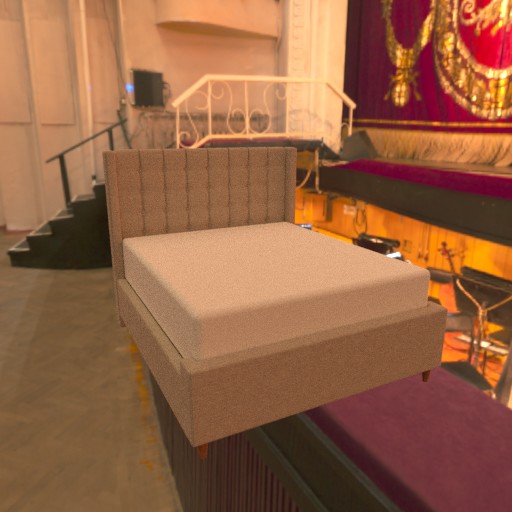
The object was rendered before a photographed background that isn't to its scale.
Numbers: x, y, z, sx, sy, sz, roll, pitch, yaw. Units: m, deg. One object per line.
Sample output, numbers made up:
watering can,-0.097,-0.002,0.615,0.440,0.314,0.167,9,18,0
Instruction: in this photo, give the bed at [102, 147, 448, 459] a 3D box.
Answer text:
bed,0.000,0.000,3.827,2.045,1.743,2.370,-8,17,-26
